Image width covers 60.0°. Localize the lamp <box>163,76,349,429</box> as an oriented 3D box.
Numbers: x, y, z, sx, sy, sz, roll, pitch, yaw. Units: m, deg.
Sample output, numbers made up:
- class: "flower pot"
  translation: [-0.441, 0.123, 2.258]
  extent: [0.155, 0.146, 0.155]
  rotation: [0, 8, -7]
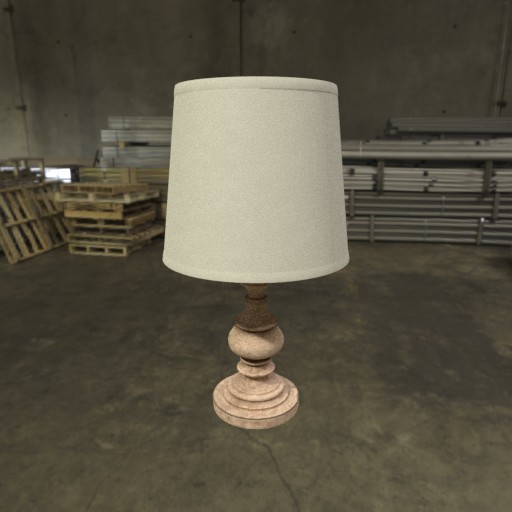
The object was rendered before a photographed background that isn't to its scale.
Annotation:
- class: "lamp"
  translation: [0.000, 0.000, 0.662]
  extent: [0.273, 0.497, 0.273]
  rotation: [0, 15, 0]
